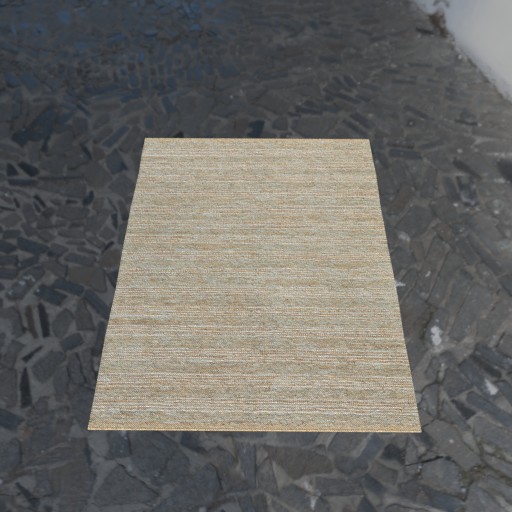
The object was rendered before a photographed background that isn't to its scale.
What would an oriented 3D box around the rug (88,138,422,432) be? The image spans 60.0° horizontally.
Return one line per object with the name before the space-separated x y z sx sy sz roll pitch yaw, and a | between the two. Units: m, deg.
rug | 0.000 0.000 4.064 2.471 0.012 3.034 0 58 0
